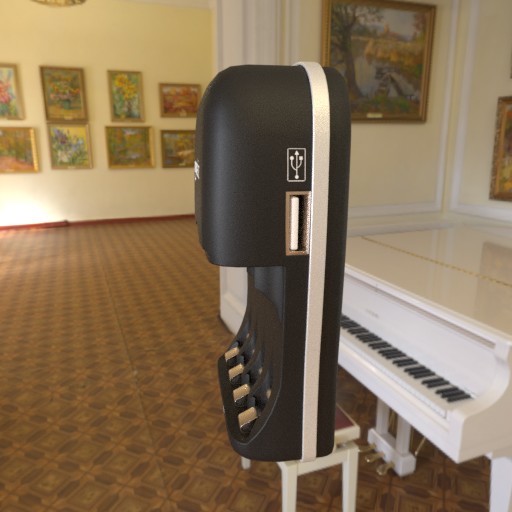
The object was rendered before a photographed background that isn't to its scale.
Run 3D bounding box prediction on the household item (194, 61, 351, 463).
[{"bbox_3d":[0.000,0.000,0.146,0.038,0.114,0.070,-2,15,-9],"label":"household item"}]
